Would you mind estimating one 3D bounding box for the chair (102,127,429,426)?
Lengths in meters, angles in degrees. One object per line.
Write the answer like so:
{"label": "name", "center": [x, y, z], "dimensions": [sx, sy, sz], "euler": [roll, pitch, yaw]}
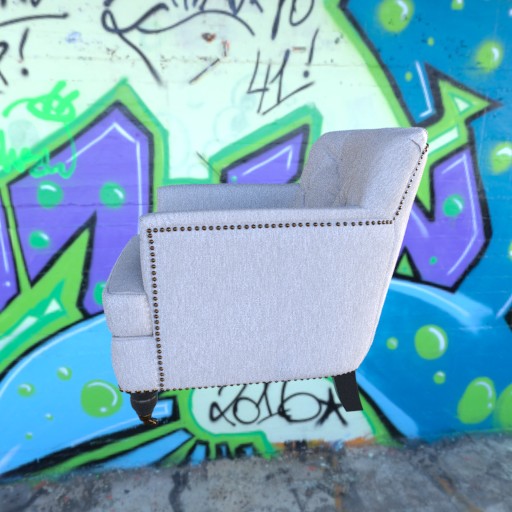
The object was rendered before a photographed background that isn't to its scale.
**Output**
{"label": "chair", "center": [0.000, 0.000, 1.483], "dimensions": [0.902, 0.823, 0.737], "euler": [-2, 15, -8]}
